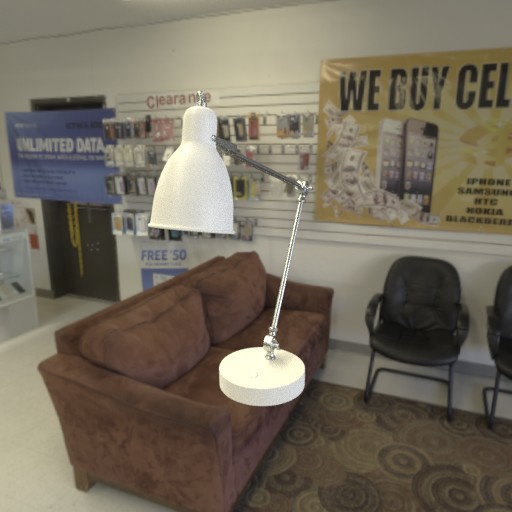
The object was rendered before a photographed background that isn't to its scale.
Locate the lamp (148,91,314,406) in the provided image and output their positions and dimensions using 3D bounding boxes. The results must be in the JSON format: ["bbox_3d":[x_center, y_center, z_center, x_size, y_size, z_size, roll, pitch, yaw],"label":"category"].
[{"bbox_3d":[0.000,0.000,0.880,0.187,0.587,0.561,7,16,26],"label":"lamp"}]
